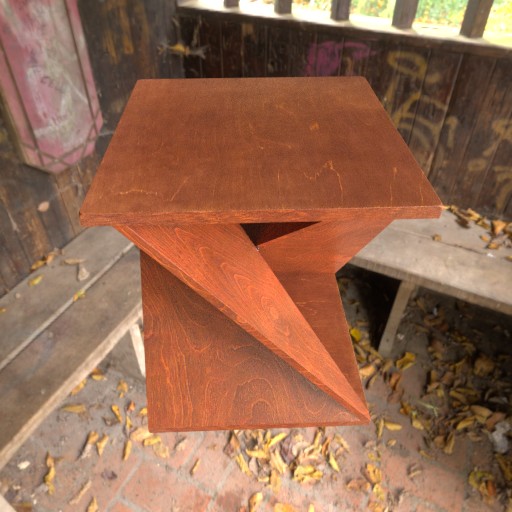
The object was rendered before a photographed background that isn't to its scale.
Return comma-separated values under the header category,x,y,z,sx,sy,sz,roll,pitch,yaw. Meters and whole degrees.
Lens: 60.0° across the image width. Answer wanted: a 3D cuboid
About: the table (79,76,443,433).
category,x,y,z,sx,sy,sz,roll,pitch,yaw
table,0.000,0.000,0.848,0.427,0.520,0.427,-1,41,-2
